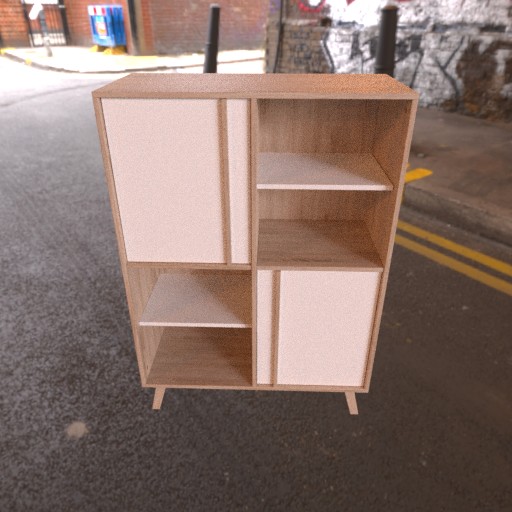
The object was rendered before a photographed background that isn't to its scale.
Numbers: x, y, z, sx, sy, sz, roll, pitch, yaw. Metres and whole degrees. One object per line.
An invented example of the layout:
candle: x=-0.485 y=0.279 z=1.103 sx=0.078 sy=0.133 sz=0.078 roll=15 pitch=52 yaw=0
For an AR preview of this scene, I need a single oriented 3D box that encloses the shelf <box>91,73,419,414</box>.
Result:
shelf: x=0.000 y=0.000 z=1.883 sx=1.000 sy=1.390 sz=0.450 roll=1 pitch=29 yaw=2
